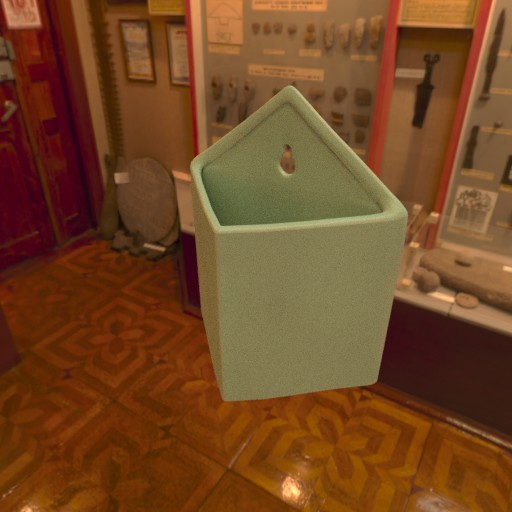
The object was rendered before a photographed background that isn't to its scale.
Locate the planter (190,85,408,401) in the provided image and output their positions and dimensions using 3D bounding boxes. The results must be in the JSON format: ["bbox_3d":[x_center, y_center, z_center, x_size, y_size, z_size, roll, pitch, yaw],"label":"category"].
[{"bbox_3d":[0.000,0.000,0.286,0.164,0.197,0.079,19,36,28],"label":"planter"}]
